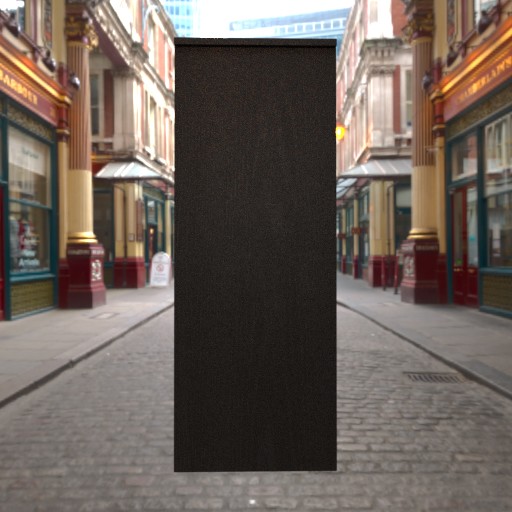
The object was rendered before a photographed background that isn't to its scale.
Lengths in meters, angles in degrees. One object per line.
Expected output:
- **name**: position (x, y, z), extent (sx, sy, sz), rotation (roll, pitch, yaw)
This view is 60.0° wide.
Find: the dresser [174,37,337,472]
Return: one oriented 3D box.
- **dresser**: position (0.000, 0.000, 1.386), extent (0.398, 1.020, 0.700), rotation (0, -1, -1)
